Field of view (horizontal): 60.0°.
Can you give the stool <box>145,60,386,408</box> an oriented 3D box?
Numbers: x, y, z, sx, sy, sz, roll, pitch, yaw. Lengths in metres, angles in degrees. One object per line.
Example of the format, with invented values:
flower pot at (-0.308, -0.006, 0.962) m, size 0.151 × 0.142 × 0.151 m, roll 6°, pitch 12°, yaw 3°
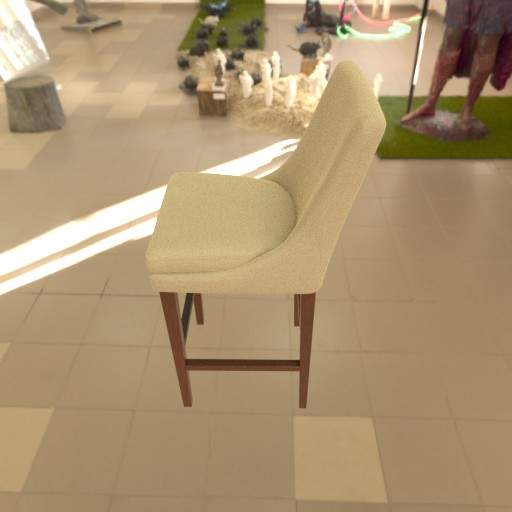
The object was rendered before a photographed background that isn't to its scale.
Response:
stool at (0.000, 0.000, 1.405) m, size 0.577 × 1.078 × 0.470 m, roll 1°, pitch 40°, yaw 1°
